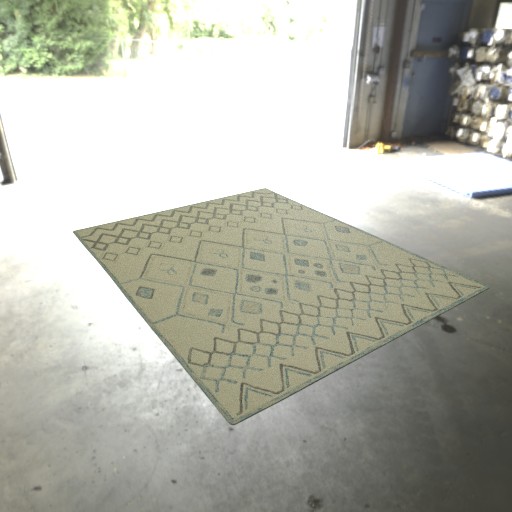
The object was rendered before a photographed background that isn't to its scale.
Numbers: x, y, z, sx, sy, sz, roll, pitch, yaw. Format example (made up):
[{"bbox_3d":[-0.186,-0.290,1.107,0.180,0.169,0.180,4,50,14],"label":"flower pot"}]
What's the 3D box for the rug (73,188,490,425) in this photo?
[{"bbox_3d":[0.000,0.000,4.033,2.441,0.013,3.056,-18,32,-31],"label":"rug"}]
